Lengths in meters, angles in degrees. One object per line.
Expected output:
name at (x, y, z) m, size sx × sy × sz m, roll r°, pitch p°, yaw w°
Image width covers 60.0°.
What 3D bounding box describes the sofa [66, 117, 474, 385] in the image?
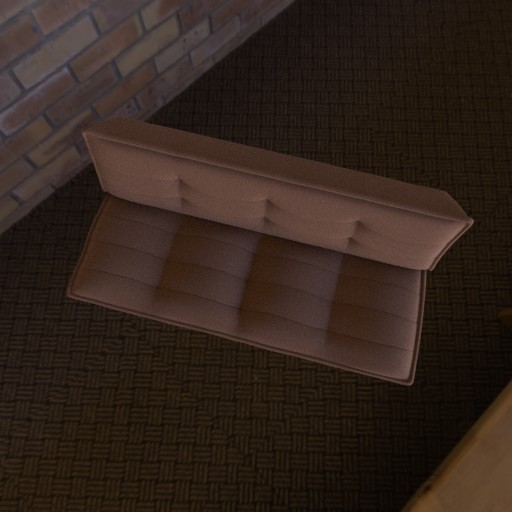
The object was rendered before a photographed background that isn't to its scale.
sofa at (0.000, 0.000, 2.461) m, size 1.940 × 0.890 × 0.950 m, roll 14°, pitch 75°, yaw 4°
